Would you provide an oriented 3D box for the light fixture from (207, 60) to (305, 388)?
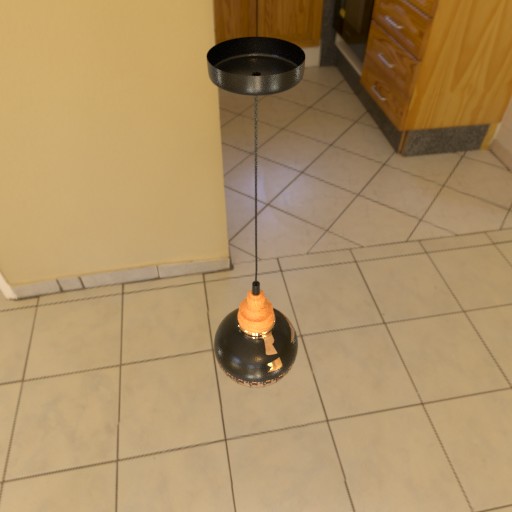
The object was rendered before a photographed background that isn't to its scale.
[{"bbox_3d":[0.000,0.000,1.810,0.430,1.606,0.430,-15,48,-14],"label":"light fixture"}]
